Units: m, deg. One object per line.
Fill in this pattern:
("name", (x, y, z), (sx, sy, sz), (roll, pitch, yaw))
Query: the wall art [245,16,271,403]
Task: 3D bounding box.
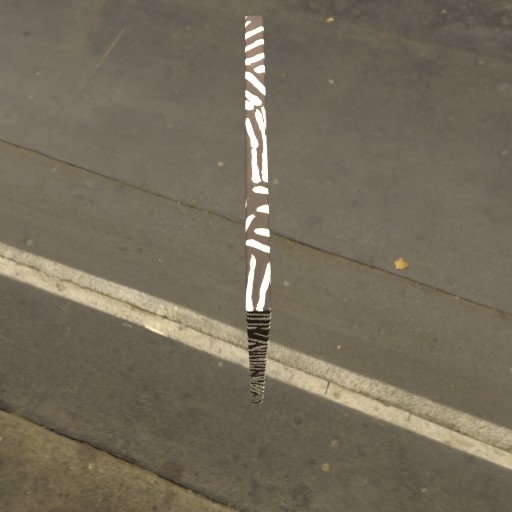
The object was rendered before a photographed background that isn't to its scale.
("wall art", (0.000, 0.000, 1.156), (0.035, 0.918, 0.615), (-1, 64, 0))
